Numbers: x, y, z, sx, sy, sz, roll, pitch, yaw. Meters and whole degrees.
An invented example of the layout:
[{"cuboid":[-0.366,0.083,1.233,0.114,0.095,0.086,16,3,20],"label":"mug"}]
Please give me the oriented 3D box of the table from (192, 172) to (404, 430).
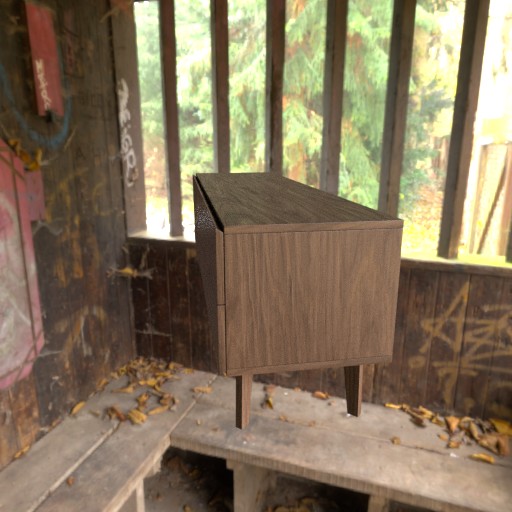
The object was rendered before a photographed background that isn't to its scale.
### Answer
[{"cuboid":[0.000,0.000,1.647,0.405,0.508,1.397,-3,15,-9],"label":"table"}]
